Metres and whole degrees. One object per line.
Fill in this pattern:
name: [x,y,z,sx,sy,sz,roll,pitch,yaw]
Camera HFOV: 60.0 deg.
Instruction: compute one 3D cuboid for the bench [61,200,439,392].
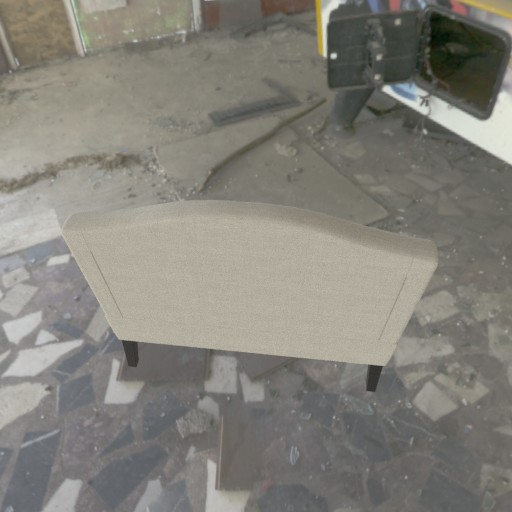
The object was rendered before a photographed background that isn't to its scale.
bench: [0.000,0.000,2.110,1.335,1.180,0.815,5,46,5]
